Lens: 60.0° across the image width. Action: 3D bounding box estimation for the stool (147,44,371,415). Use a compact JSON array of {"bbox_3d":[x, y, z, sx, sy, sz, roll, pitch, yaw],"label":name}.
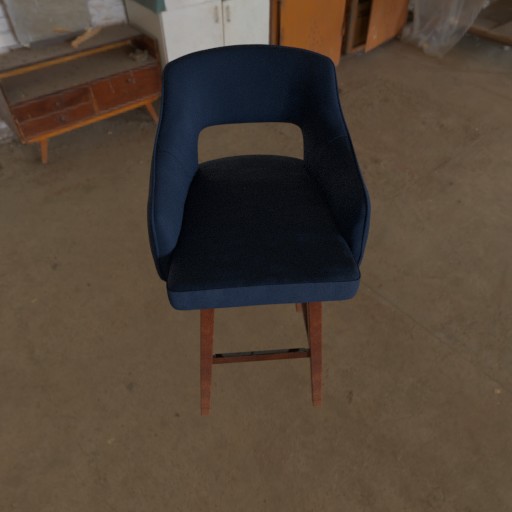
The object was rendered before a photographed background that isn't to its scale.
[{"bbox_3d":[0.000,0.000,1.348,0.550,1.041,0.560,-3,47,-3],"label":"stool"}]
